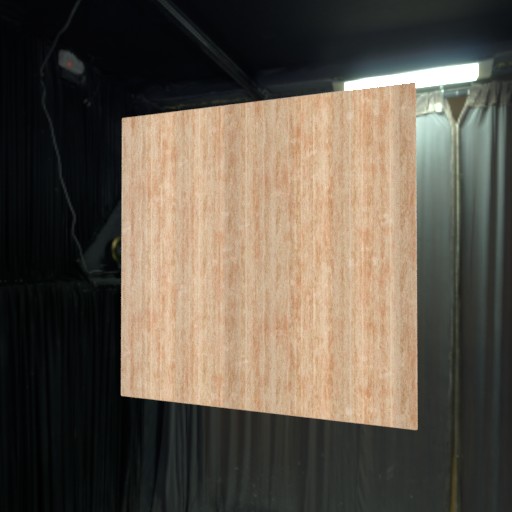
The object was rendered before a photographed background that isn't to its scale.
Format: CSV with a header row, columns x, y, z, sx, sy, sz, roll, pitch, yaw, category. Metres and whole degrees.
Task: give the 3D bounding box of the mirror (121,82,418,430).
x,y,z,sx,sy,sz,roll,pitch,yaw,category
0.000,0.000,0.956,0.651,0.651,0.047,0,-1,19,mirror
